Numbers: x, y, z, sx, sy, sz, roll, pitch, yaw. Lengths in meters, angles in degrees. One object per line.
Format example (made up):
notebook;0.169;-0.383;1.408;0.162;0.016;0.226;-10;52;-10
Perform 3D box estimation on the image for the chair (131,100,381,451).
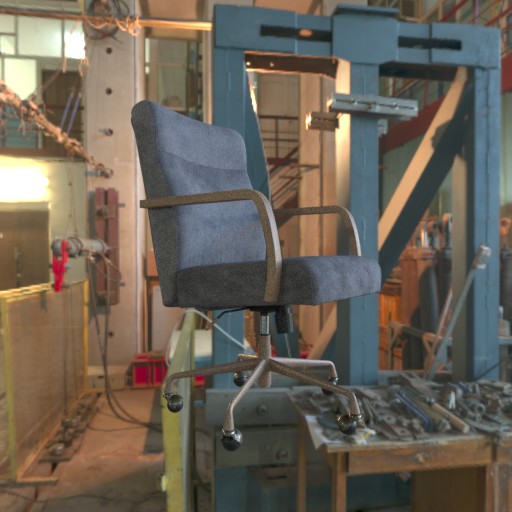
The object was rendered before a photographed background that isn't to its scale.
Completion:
chair;0.000;0.000;1.473;0.741;1.029;0.640;0;1;36
